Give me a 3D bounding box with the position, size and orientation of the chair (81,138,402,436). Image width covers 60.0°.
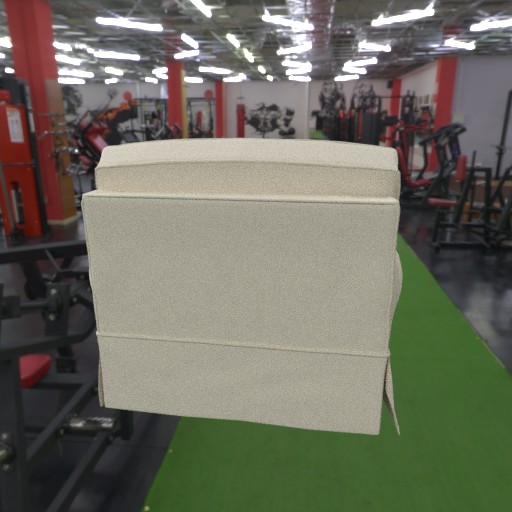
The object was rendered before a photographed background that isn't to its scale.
[{"bbox_3d":[0.000,0.000,1.826,1.099,0.958,0.904,3,17,8],"label":"chair"}]
